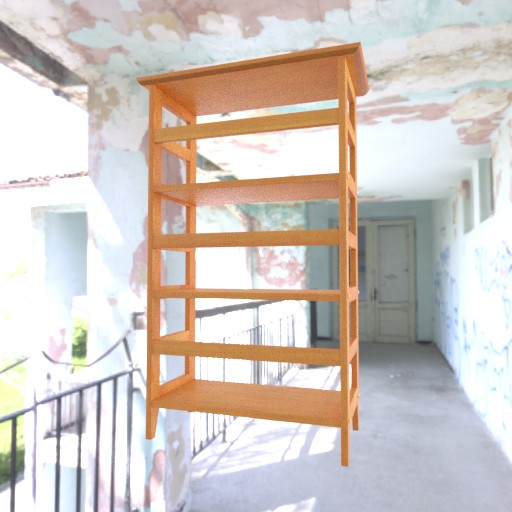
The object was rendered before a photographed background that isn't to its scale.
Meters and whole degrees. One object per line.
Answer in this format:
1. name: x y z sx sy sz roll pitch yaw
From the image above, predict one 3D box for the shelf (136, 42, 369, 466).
1. shelf: 0.000 0.000 1.350 0.660 1.067 0.305 -1 -2 18
